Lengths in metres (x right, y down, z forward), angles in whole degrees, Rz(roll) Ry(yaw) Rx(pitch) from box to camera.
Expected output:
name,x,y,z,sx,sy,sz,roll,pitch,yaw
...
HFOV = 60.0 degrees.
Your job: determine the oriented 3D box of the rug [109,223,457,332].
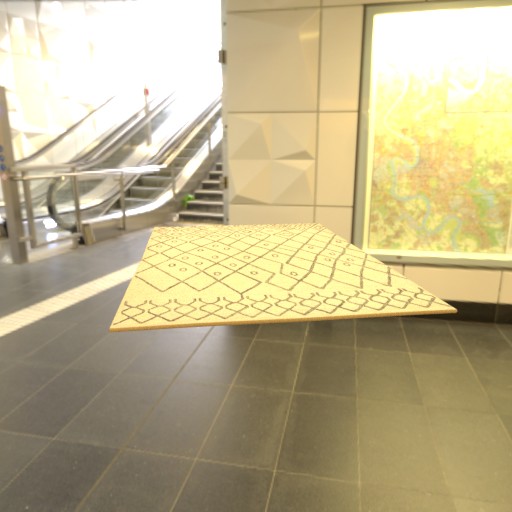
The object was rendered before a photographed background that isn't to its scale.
name,x,y,z,sx,sy,sz,roll,pitch,yaw
rug,0.000,0.000,2.396,1.222,0.015,1.828,-2,14,-8
